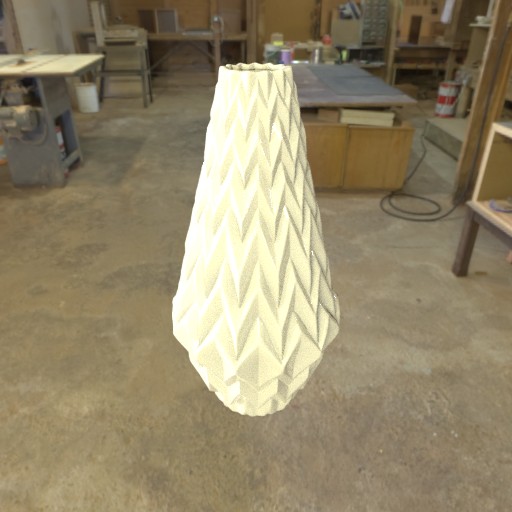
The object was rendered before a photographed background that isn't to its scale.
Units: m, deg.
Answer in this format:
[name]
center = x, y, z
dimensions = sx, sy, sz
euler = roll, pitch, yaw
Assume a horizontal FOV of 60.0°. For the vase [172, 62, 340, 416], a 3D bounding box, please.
[vase]
center = 0.000, 0.000, 0.414
dimensions = 0.167, 0.328, 0.167
euler = 0, 30, 0
